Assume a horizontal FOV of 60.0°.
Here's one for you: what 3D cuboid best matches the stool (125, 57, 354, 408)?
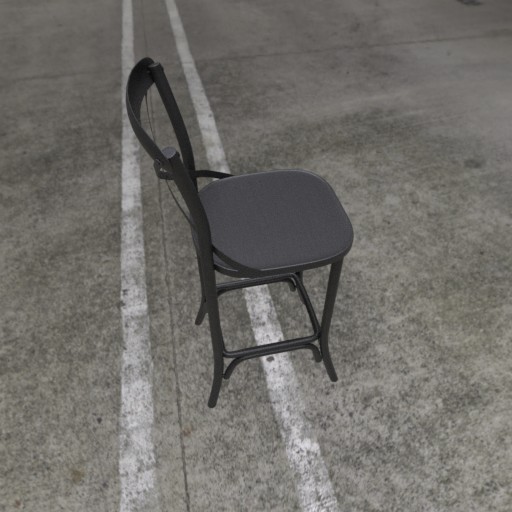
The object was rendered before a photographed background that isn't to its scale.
[{"bbox_3d":[0.000,0.000,1.423,0.584,1.168,0.457,-9,48,-9],"label":"stool"}]
